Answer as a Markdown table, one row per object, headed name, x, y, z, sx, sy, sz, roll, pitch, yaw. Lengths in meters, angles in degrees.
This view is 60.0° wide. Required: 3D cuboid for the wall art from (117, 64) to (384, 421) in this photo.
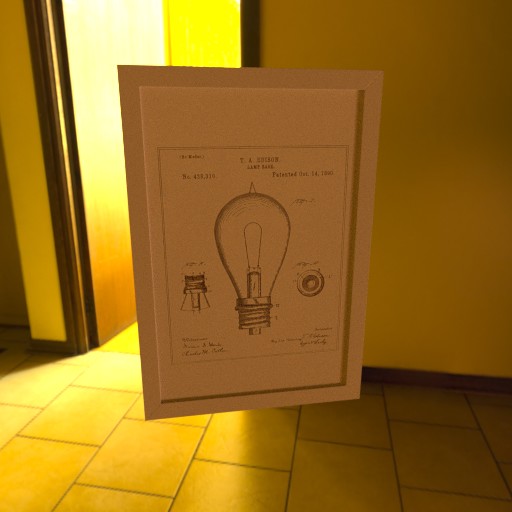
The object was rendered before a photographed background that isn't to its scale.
| name | x | y | z | sx | sy | sz | roll | pitch | yaw |
| --- | --- | --- | --- | --- | --- | --- | --- | --- | --- |
| wall art | 0.000 | 0.000 | 0.603 | 0.325 | 0.474 | 0.010 | -3 | 16 | -9 |
